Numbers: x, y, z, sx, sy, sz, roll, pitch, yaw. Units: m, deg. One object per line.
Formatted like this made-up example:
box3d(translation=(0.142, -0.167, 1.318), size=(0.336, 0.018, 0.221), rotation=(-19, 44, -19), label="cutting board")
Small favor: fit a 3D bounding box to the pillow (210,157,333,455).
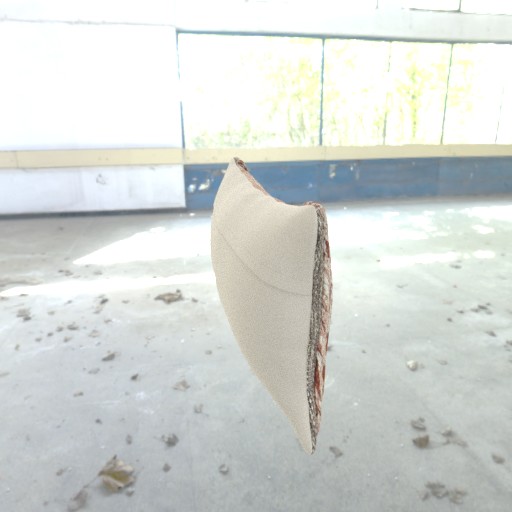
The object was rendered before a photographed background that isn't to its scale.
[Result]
box3d(translation=(0.000, 0.000, 0.745), size=(0.139, 0.282, 0.635), rotation=(-3, 17, -10), label="pillow")
